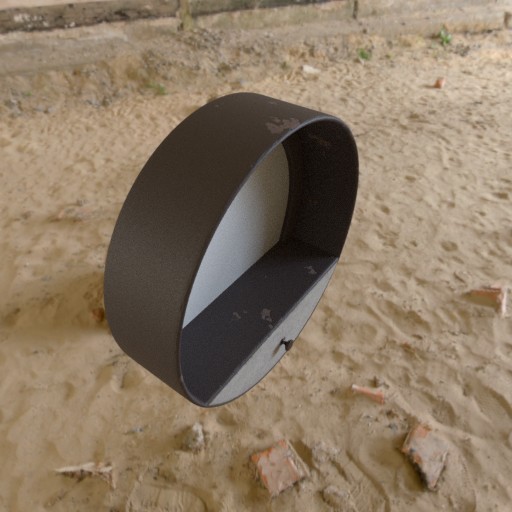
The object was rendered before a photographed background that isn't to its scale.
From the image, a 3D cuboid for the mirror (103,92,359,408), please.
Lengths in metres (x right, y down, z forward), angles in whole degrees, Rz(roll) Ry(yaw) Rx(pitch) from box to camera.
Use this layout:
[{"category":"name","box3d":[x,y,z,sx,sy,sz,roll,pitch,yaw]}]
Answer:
[{"category":"mirror","box3d":[0.000,0.000,0.580,0.126,0.386,0.386,26,48,26]}]
